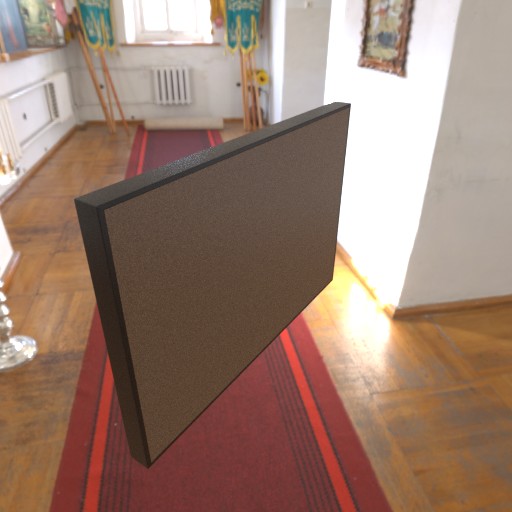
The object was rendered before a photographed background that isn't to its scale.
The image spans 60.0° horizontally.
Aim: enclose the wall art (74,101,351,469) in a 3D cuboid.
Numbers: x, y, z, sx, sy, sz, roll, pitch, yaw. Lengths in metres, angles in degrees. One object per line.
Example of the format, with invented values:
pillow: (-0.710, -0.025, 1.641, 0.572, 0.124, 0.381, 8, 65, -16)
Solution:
wall art: (0.000, 0.000, 1.183, 0.058, 0.640, 0.939, 19, 35, 29)
